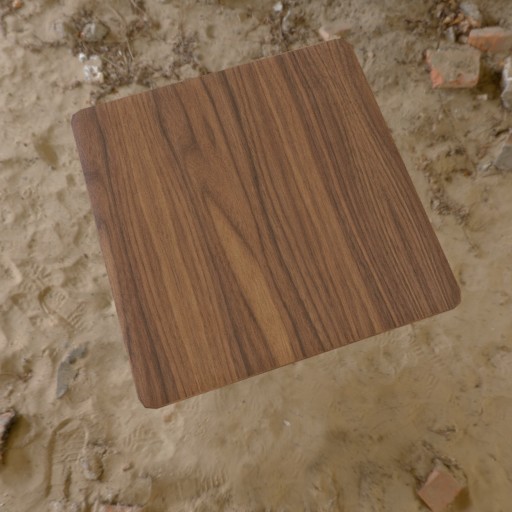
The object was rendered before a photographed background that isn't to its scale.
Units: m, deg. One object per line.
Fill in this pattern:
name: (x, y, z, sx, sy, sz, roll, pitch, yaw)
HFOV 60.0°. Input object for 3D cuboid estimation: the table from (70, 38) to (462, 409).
table: (0.000, 0.000, 0.979, 0.479, 0.641, 0.480, -17, 76, -4)
